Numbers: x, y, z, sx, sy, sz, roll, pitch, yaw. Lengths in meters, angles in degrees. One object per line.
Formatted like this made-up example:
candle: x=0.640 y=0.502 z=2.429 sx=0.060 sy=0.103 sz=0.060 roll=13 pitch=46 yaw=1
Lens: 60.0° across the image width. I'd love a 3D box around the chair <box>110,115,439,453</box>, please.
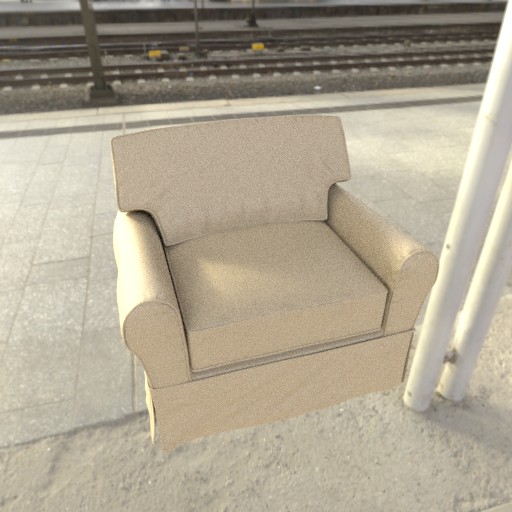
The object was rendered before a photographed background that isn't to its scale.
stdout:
chair: x=0.000 y=0.000 z=1.786 sx=1.096 sy=0.937 sz=0.903 roll=-9 pitch=33 yaw=-15
